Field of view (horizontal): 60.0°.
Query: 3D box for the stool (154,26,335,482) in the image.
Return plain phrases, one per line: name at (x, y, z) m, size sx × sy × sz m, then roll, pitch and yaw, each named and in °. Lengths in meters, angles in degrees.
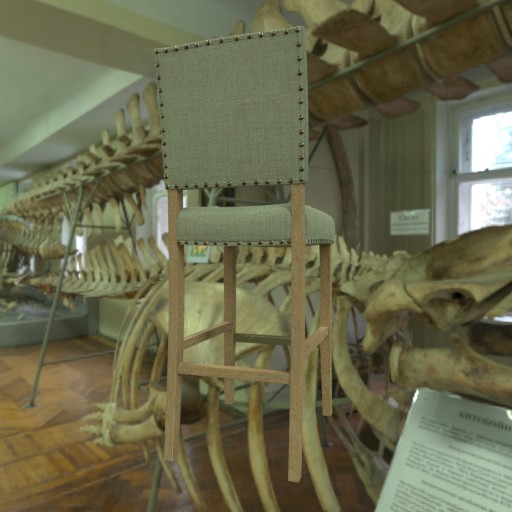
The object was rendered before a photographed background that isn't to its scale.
stool at (0.000, 0.000, 1.470) m, size 0.445 × 1.203 × 0.585 m, roll 0°, pitch 1°, yaw 18°
